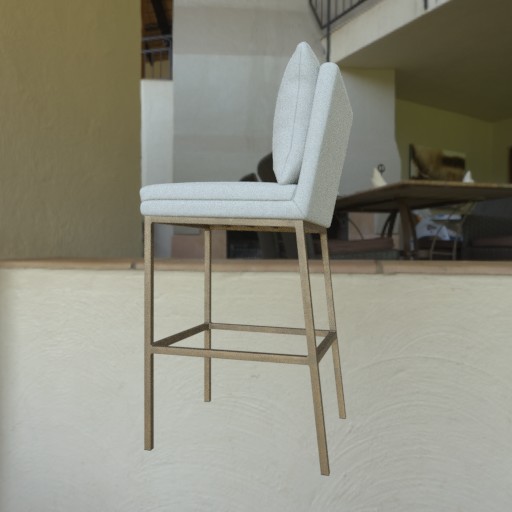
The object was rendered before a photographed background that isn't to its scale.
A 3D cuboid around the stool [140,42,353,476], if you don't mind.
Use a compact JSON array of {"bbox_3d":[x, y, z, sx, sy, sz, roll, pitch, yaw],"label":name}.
[{"bbox_3d":[0.000,0.000,1.417,0.572,1.125,0.463,0,1,17],"label":"stool"}]
